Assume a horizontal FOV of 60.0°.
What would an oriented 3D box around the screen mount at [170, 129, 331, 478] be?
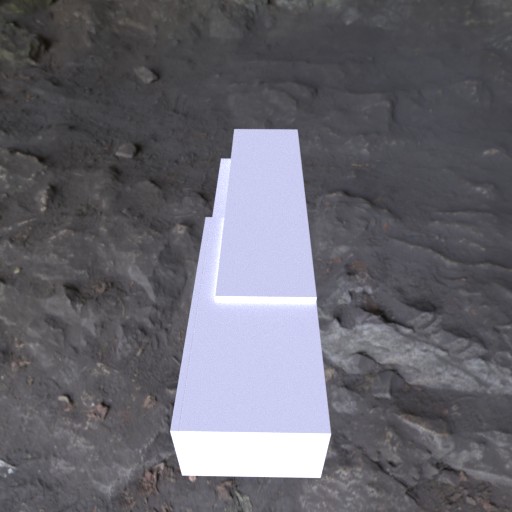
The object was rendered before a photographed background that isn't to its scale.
[{"bbox_3d":[0.000,0.000,1.871,0.420,0.320,1.680,1,42,1],"label":"screen mount"}]
